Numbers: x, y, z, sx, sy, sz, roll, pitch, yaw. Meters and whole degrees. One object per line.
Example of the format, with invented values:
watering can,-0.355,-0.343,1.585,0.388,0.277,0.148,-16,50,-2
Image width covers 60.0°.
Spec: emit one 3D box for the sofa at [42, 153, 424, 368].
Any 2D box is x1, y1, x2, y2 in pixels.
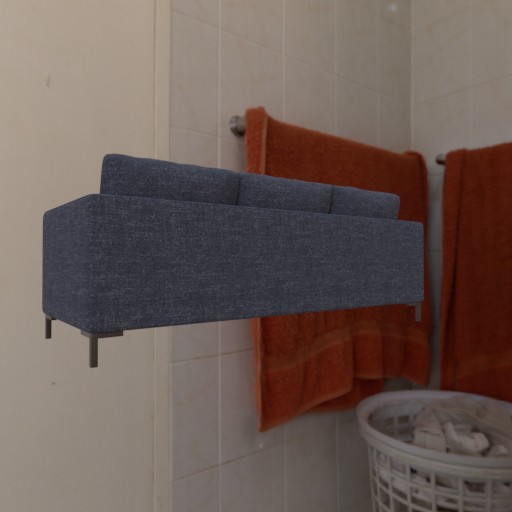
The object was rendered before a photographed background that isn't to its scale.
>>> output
sofa,0.000,0.000,2.675,2.218,0.874,0.859,0,-1,-37
